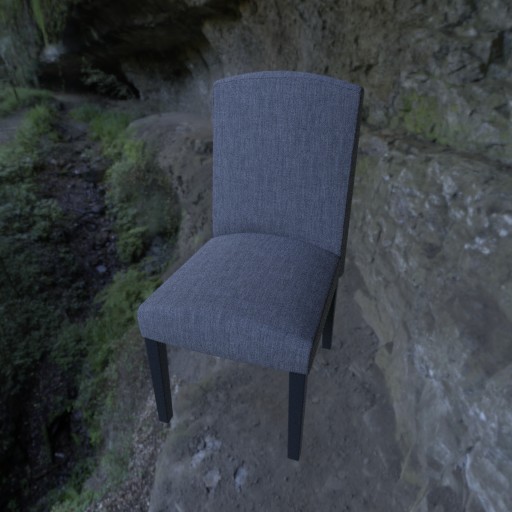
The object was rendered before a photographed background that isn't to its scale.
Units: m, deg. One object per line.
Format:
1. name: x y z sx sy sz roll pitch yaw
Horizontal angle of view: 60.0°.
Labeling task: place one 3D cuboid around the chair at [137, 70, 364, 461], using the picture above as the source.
1. chair: 0.000 0.000 1.242 0.451 0.917 0.580 9 29 17
